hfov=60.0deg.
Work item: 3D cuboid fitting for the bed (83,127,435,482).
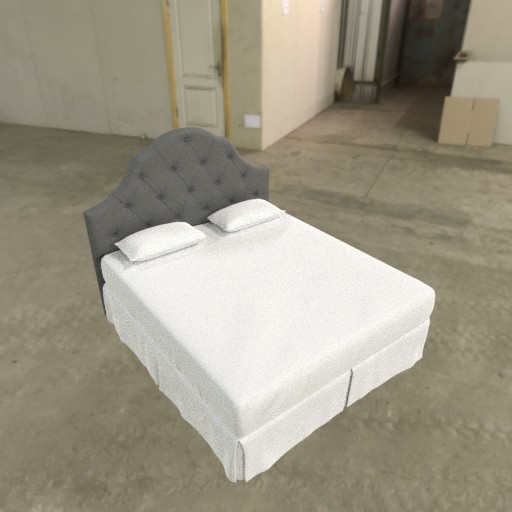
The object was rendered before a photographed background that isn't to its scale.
[{"bbox_3d":[0.000,0.000,3.578,2.008,1.615,2.214,-21,36,-32],"label":"bed"}]
